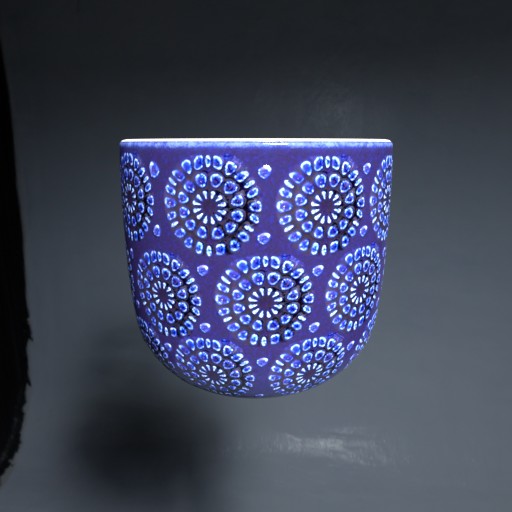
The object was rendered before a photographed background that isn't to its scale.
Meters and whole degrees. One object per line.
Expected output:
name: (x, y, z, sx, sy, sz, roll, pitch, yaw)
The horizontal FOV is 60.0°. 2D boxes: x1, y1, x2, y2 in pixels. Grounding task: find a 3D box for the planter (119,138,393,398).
planter: (0.000, 0.000, 0.294, 0.165, 0.149, 0.165, 0, 14, 0)
